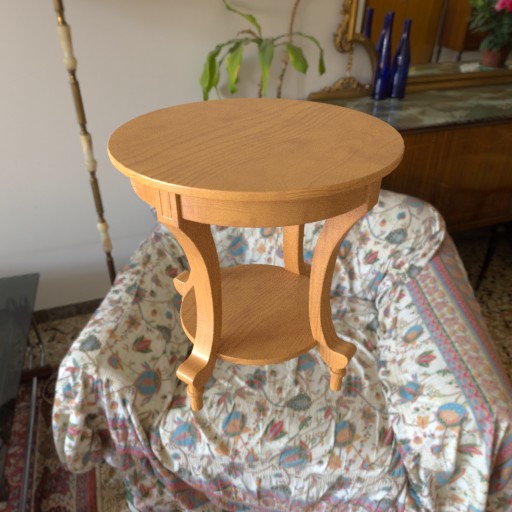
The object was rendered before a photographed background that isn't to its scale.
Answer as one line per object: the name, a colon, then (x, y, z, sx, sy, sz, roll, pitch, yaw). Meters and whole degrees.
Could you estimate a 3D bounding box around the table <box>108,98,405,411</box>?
table: (0.000, 0.000, 1.087, 0.597, 0.612, 0.597, 0, 33, 0)
